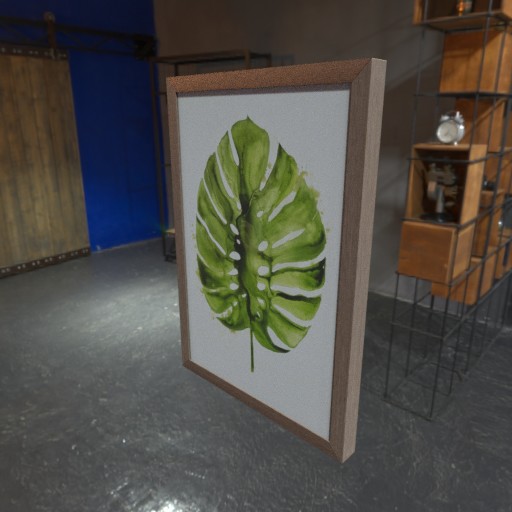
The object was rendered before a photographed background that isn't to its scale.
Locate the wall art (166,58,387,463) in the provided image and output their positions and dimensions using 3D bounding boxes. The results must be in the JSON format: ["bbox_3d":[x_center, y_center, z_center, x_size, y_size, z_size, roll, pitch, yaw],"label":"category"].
[{"bbox_3d":[0.000,0.000,0.658,0.358,0.510,0.032,16,24,41],"label":"wall art"}]
